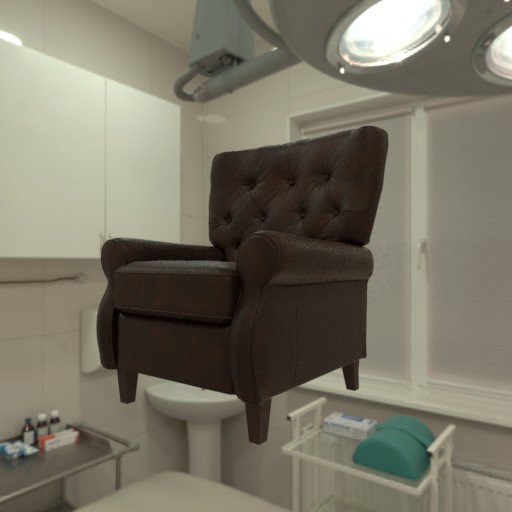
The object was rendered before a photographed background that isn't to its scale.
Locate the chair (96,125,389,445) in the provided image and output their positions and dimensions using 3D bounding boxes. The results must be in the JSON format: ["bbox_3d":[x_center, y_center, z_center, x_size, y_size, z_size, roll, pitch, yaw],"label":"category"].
[{"bbox_3d":[0.000,0.000,1.897,0.948,1.158,1.058,0,-1,37],"label":"chair"}]
